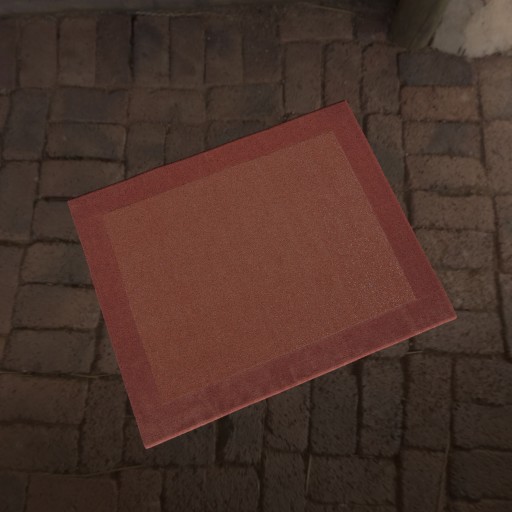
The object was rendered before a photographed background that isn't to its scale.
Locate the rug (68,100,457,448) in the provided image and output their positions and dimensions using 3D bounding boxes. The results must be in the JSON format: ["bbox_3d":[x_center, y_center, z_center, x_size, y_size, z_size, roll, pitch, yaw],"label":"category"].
[{"bbox_3d":[0.000,0.000,4.148,2.976,0.018,2.430,-21,76,-6],"label":"rug"}]
